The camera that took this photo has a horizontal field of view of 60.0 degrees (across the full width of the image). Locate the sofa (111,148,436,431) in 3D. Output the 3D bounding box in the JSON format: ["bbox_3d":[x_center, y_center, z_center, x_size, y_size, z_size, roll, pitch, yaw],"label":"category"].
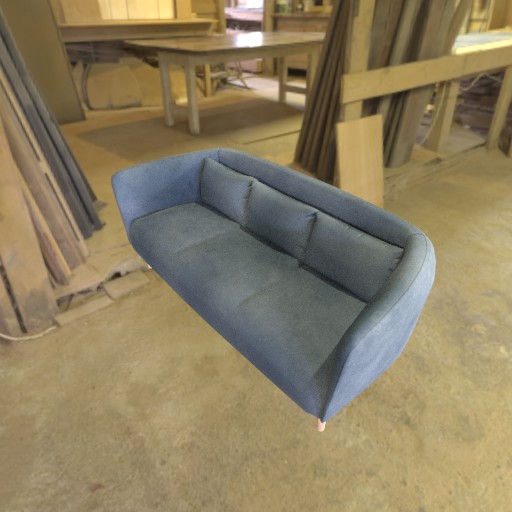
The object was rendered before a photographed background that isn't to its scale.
[{"bbox_3d":[0.000,0.000,2.541,0.849,0.795,2.095,-21,37,-31],"label":"sofa"}]
